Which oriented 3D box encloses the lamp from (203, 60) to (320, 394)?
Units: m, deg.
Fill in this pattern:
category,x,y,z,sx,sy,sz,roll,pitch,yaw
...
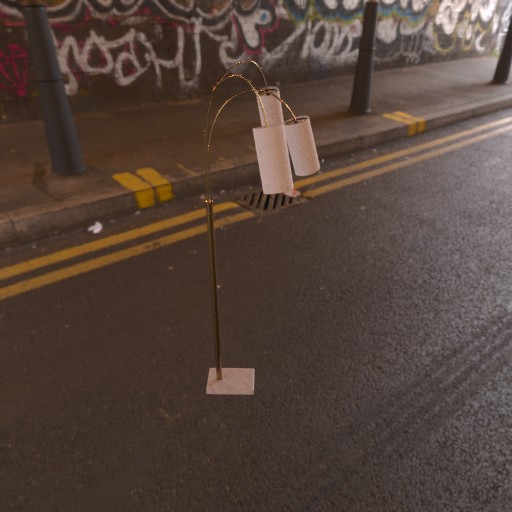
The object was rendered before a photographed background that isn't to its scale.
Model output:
category,x,y,z,sx,sy,sz,roll,pitch,yaw
lamp,0.000,0.000,2.598,0.667,2.055,1.020,1,30,1
